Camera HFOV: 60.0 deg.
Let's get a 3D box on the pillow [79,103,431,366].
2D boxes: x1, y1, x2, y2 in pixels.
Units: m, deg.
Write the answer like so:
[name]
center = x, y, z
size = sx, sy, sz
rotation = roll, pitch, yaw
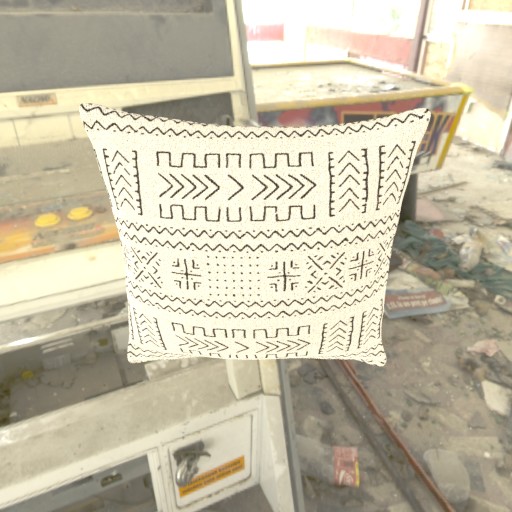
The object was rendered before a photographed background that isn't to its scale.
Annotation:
[pillow]
center = 0.000, 0.000, 0.648
size = 0.438, 0.430, 0.164
rotation = 1, 30, 1
